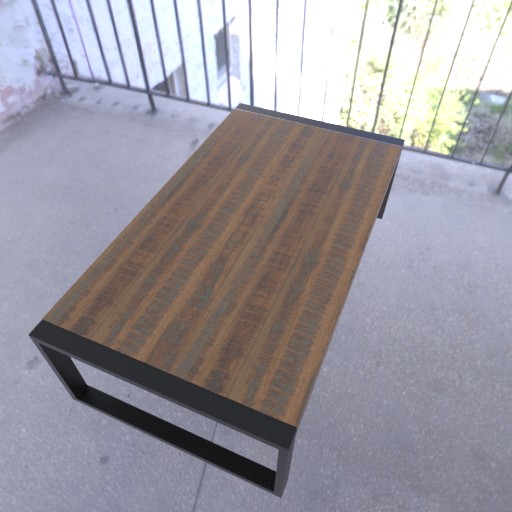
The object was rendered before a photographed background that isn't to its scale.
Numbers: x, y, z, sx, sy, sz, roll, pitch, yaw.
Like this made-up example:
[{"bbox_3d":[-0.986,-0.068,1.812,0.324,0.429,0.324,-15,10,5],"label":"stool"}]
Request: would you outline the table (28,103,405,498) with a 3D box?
[{"bbox_3d":[0.000,0.000,1.656,0.750,0.400,1.350,18,50,16],"label":"table"}]
